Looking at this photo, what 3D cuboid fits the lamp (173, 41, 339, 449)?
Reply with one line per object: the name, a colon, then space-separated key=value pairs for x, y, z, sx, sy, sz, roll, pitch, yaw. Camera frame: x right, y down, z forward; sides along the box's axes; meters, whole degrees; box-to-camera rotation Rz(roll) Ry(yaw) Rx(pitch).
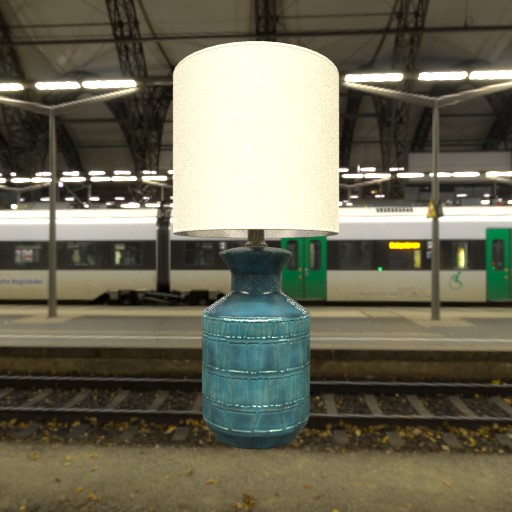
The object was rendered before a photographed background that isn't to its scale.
lamp: x=0.000 y=0.000 z=0.574 sx=0.211 sy=0.455 sz=0.211 roll=0 pitch=0 yaw=-18
